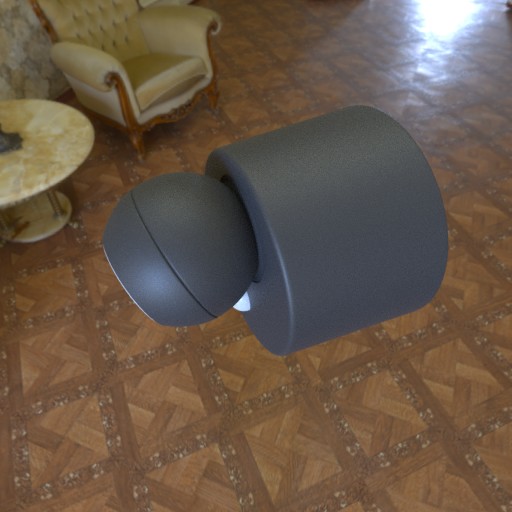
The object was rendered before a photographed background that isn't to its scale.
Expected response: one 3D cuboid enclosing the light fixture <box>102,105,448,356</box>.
[{"bbox_3d":[0.000,0.000,0.263,0.160,0.143,0.134,-18,49,-17],"label":"light fixture"}]
